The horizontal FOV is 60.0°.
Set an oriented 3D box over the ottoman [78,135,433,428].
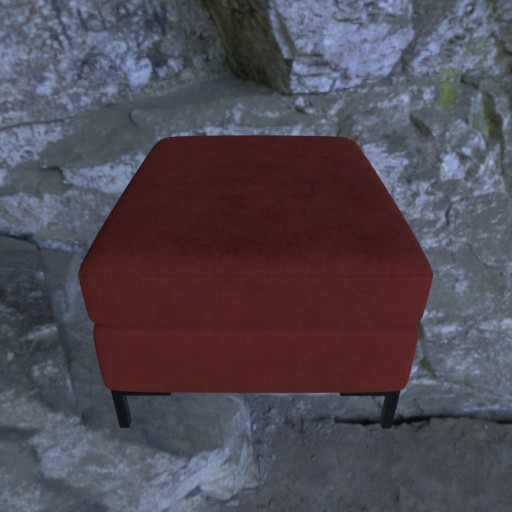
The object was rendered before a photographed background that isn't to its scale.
[{"bbox_3d":[0.000,0.000,1.189,0.650,0.462,0.782,0,32,0],"label":"ottoman"}]
